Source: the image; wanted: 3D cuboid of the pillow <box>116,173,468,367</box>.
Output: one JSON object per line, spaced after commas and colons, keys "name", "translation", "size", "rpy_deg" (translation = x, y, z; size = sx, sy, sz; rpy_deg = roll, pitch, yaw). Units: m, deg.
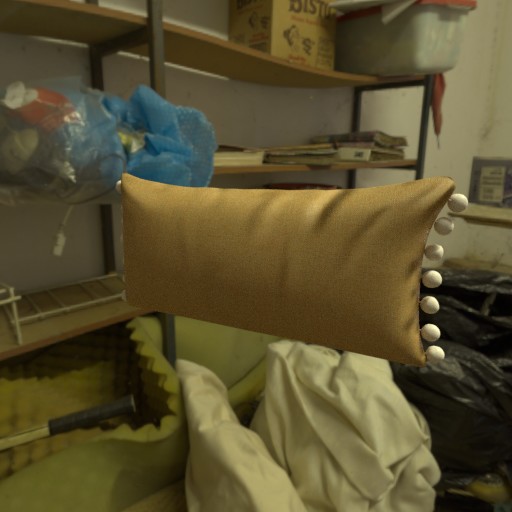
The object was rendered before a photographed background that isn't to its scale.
{"name": "pillow", "translation": [0.000, 0.000, 0.848], "size": [0.709, 0.322, 0.201], "rpy_deg": [7, 16, 25]}
